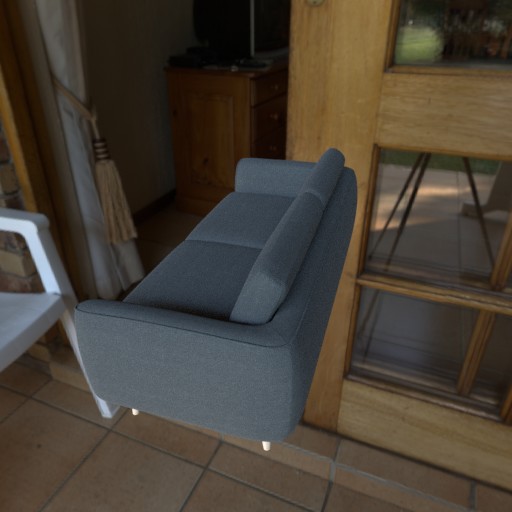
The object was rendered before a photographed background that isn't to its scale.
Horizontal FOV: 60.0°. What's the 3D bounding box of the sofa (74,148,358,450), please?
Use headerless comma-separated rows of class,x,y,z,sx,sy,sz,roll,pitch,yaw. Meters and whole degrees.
sofa,0.000,0.000,2.434,0.920,0.850,2.000,9,31,15
